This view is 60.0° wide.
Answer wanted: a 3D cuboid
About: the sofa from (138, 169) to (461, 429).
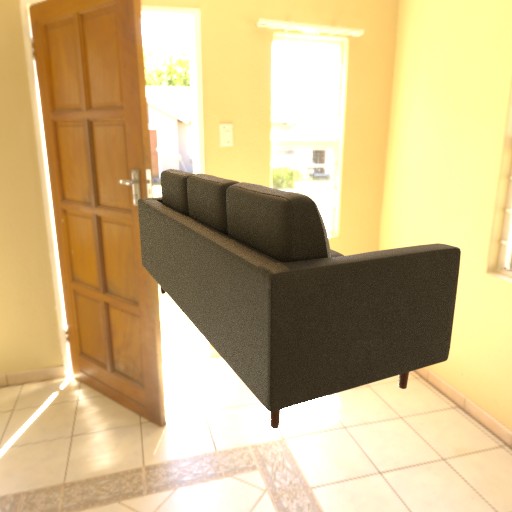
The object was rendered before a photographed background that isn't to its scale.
[{"bbox_3d":[0.000,0.000,2.485,0.879,0.899,2.029,-7,16,-25],"label":"sofa"}]
